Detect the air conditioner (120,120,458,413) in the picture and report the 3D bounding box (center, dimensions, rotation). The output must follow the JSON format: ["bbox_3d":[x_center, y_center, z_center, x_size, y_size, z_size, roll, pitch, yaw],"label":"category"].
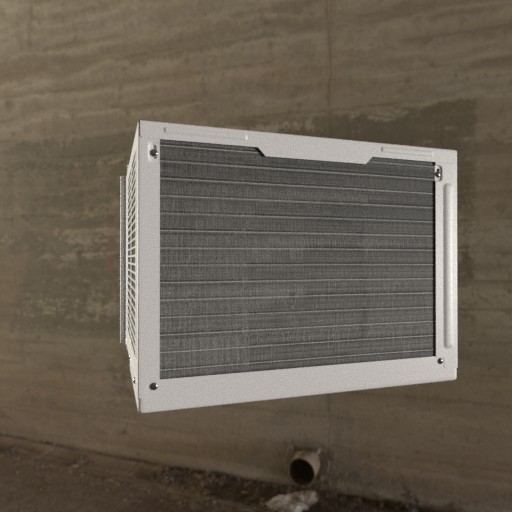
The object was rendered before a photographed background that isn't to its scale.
[{"bbox_3d":[0.000,0.000,0.871,0.503,0.388,0.546,0,0,-18],"label":"air conditioner"}]
